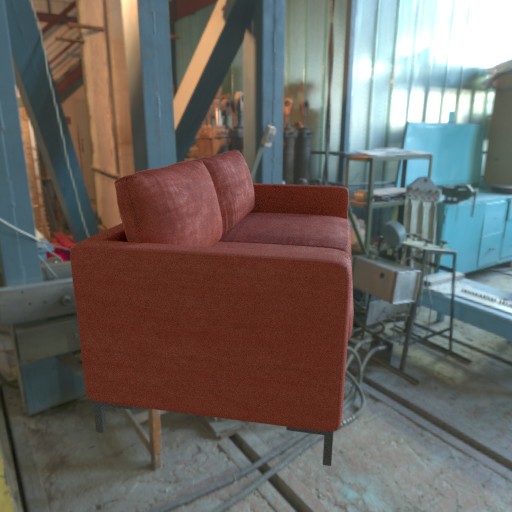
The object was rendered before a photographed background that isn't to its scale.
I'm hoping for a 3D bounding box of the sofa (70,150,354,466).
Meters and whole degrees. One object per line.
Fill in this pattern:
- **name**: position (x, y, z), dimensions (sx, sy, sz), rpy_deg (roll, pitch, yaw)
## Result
- **sofa**: position (0.000, 0.000, 2.041), dimensions (0.864, 0.896, 1.574), rpy_deg (3, 16, 11)
